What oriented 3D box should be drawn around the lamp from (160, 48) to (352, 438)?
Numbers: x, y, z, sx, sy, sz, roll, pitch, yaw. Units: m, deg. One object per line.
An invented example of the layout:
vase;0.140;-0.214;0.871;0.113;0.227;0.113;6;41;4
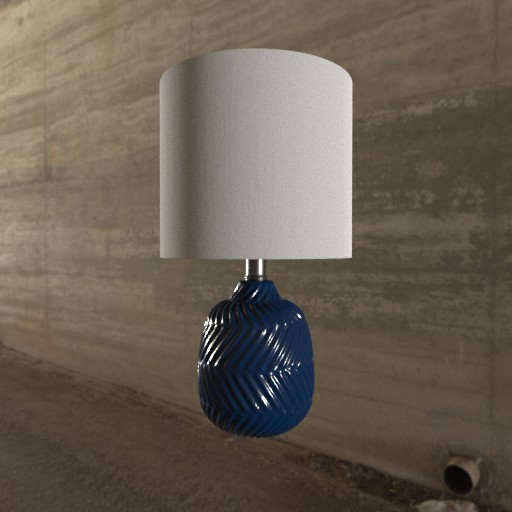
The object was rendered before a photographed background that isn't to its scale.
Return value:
lamp;0.000;0.000;0.481;0.203;0.368;0.203;0;1;0
